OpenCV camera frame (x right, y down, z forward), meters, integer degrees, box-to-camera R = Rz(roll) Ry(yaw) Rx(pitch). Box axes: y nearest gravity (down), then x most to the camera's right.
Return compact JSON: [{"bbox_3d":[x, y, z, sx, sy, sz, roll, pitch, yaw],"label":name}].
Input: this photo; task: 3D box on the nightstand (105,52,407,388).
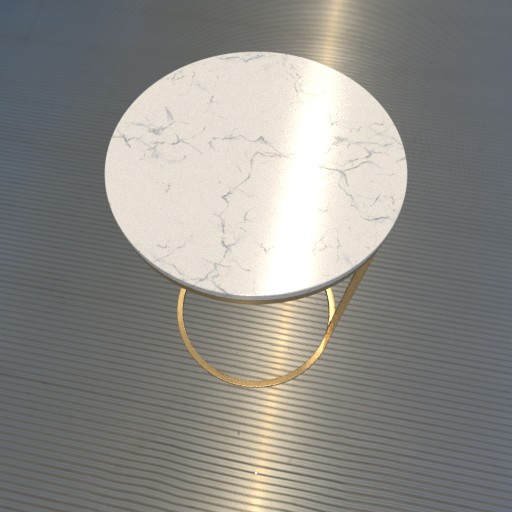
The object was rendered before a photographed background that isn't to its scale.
[{"bbox_3d":[0.000,0.000,0.866,0.400,0.610,0.400,-32,68,-15],"label":"nightstand"}]
